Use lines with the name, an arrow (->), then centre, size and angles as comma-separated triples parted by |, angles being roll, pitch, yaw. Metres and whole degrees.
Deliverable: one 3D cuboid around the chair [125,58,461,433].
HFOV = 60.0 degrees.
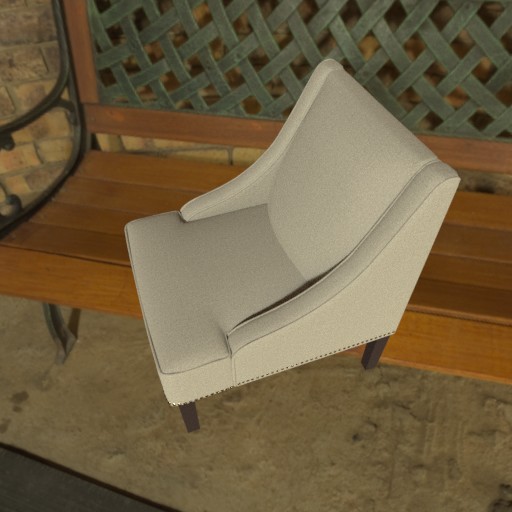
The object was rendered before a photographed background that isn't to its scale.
chair -> 0.000, 0.000, 1.361 | 0.737, 0.864, 0.610 | -15, 50, -13
